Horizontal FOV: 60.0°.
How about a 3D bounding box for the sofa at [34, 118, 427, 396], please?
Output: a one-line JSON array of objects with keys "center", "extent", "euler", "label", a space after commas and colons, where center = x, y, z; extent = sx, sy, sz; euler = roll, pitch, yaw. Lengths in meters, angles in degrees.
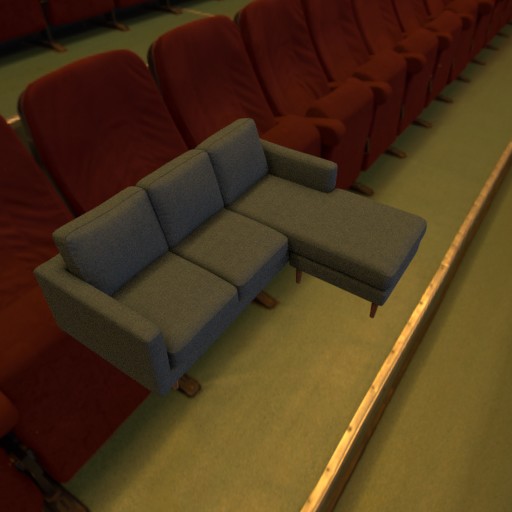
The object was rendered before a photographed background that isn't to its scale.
[{"center": [0.000, 0.000, 2.934], "extent": [1.667, 0.957, 2.055], "euler": [24, 47, 25], "label": "sofa"}]
